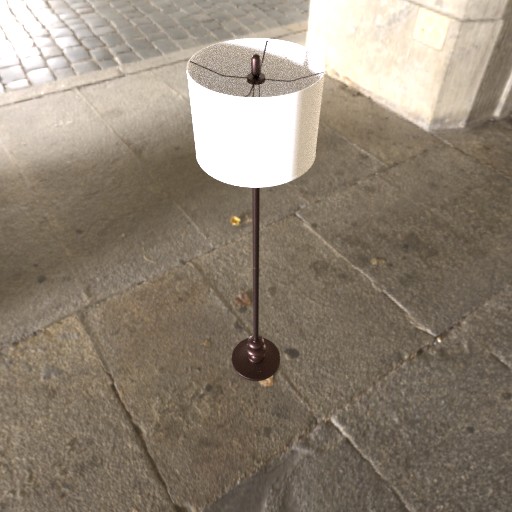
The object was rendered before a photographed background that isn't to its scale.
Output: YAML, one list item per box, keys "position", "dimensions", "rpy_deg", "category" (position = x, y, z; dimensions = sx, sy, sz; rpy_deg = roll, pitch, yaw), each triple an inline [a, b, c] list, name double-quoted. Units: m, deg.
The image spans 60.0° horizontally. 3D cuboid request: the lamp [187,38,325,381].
- position: [0.000, 0.000, 1.665]
  dimensions: [0.356, 1.487, 0.356]
  rpy_deg: [8, 47, 7]
  category: "lamp"
